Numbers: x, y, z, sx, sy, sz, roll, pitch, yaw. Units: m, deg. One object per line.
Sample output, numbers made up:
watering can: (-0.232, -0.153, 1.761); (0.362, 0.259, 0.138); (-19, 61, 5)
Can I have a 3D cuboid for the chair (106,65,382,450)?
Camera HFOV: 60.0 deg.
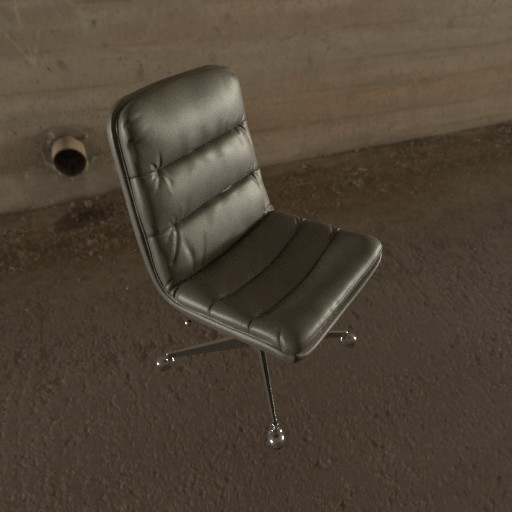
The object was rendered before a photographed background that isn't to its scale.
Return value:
chair: (0.000, 0.000, 1.042); (0.485, 0.738, 0.422); (25, 46, 27)
